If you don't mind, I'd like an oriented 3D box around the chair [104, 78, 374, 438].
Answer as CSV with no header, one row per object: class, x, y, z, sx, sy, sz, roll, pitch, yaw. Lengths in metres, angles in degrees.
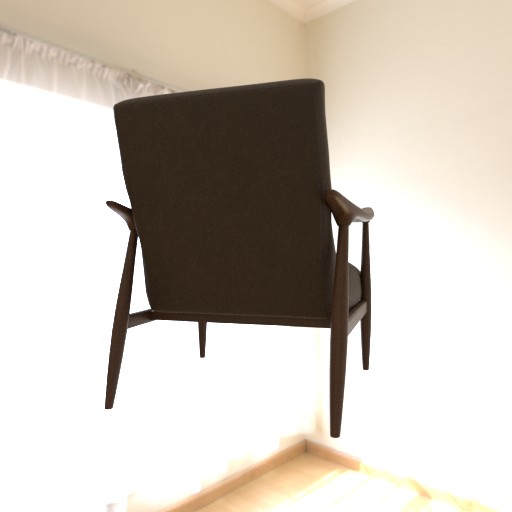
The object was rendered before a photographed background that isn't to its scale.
chair,0.000,0.000,1.448,0.741,0.831,0.798,0,-1,18
